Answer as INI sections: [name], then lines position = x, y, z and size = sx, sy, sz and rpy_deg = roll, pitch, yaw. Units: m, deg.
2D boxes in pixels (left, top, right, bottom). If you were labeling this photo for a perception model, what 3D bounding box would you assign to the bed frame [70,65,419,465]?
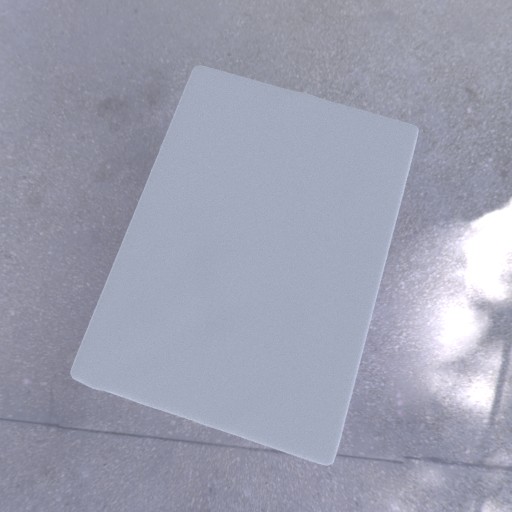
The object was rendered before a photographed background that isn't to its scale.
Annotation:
[bed frame]
position = 0.000, 0.000, 2.613
size = 1.372, 0.637, 1.905
rpy_deg = 17, 77, 4
